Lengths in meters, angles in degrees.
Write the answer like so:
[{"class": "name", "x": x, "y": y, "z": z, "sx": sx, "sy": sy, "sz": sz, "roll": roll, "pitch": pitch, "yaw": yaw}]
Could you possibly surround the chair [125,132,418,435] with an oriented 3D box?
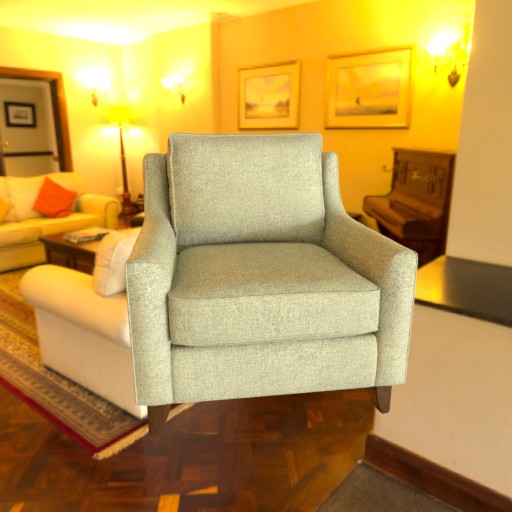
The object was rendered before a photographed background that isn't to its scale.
[{"class": "chair", "x": 0.000, "y": 0.000, "z": 1.603, "sx": 0.838, "sy": 0.864, "sz": 0.918, "roll": -2, "pitch": 16, "yaw": -8}]
